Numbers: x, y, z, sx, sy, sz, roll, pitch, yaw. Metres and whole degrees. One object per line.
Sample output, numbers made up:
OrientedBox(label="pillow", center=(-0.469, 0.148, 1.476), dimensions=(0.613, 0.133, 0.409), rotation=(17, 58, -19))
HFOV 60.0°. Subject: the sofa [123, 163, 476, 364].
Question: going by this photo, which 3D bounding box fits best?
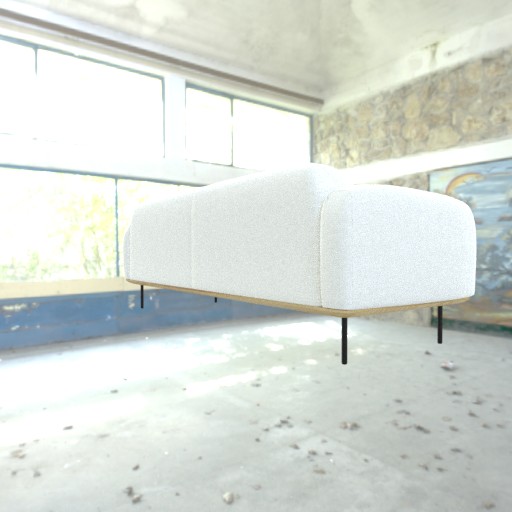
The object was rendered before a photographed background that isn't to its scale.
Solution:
OrientedBox(label="sofa", center=(0.000, 0.000, 2.620), dimensions=(0.870, 0.780, 2.280), rotation=(0, 1, -36))
